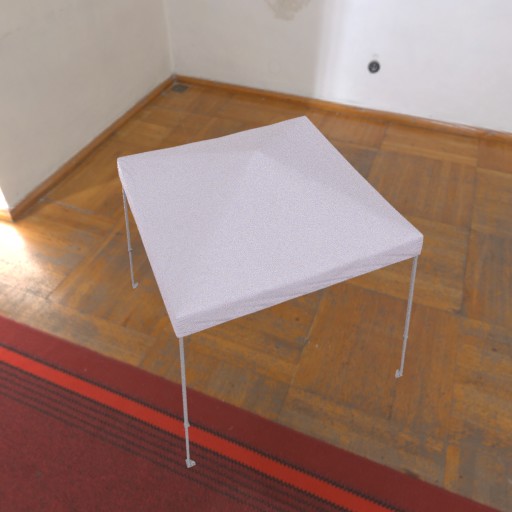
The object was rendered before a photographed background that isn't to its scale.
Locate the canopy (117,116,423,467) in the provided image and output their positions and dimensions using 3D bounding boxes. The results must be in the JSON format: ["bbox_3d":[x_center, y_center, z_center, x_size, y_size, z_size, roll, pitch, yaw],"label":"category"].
[{"bbox_3d":[0.000,0.000,5.137,2.849,2.850,2.850,-17,49,-16],"label":"canopy"}]
